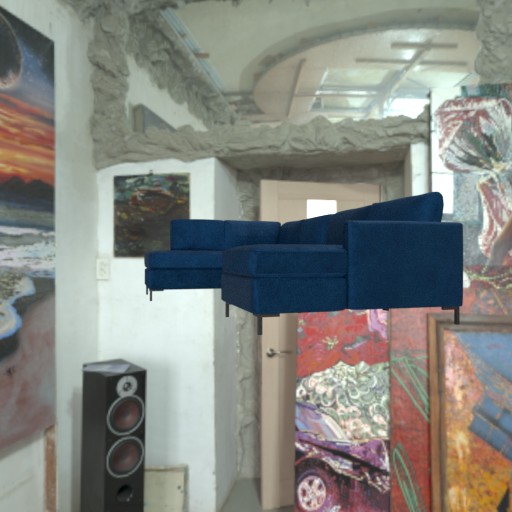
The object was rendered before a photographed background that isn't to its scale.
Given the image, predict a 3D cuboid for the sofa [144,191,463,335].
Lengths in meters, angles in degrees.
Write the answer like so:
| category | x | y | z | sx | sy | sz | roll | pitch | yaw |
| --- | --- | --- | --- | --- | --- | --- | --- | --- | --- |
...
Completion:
| category | x | y | z | sx | sy | sz | roll | pitch | yaw |
| --- | --- | --- | --- | --- | --- | --- | --- | --- | --- |
| sofa | 0.000 | 0.000 | 4.467 | 2.055 | 0.992 | 3.434 | 0 | 0 | -16 |
